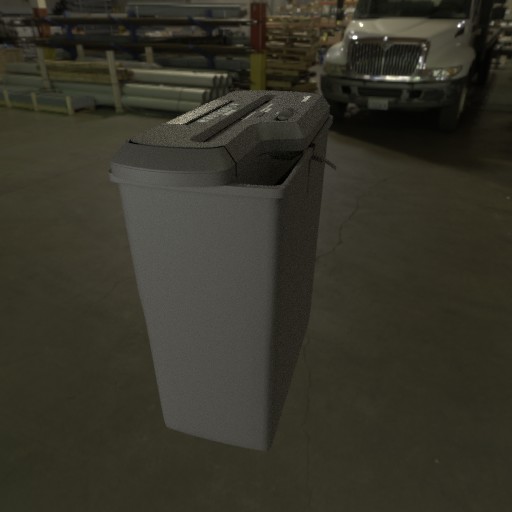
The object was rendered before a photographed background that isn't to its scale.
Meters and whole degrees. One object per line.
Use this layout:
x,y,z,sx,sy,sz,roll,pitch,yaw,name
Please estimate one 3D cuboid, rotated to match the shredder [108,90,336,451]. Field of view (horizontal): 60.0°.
0.000,0.000,0.520,0.170,0.335,0.320,8,29,14,shredder
